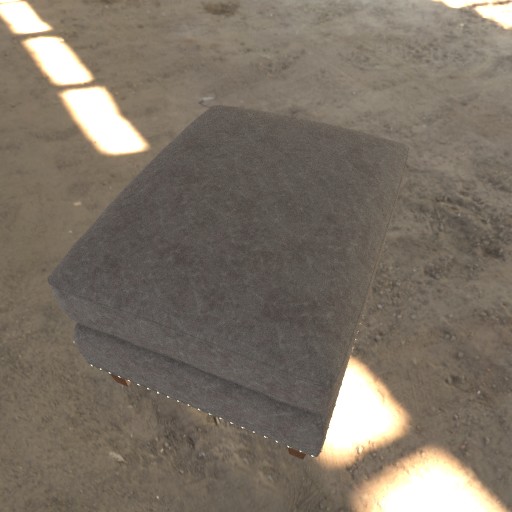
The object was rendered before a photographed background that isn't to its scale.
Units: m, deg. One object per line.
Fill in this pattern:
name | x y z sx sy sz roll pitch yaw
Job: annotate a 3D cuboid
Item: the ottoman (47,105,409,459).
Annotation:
ottoman | 0.000 0.000 1.118 0.584 0.513 0.741 17 49 15
